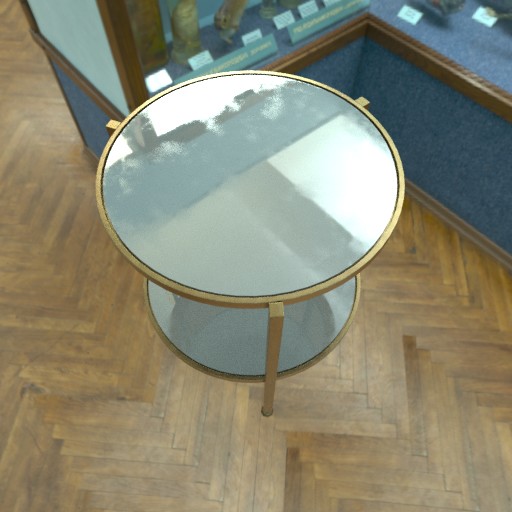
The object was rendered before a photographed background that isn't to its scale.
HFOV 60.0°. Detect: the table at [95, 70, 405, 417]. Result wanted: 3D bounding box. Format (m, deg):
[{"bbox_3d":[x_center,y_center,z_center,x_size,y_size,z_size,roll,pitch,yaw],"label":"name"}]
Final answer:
[{"bbox_3d":[0.000,0.000,0.453,0.243,0.269,0.231,-33,64,-19],"label":"table"}]
